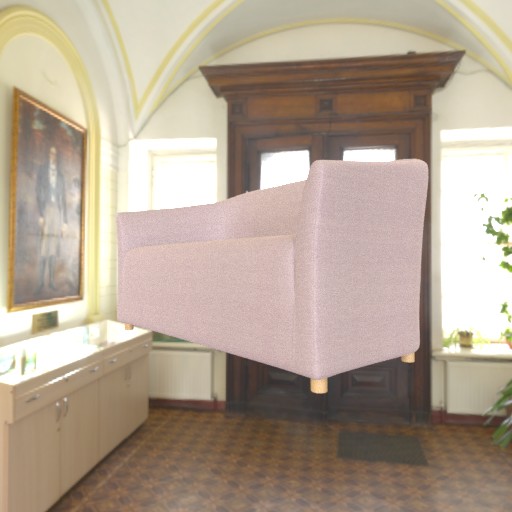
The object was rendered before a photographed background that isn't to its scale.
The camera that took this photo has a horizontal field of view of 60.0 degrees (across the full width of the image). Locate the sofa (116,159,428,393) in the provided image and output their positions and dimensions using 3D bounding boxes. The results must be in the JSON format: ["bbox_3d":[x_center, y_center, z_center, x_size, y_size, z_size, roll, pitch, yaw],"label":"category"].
[{"bbox_3d":[0.000,0.000,1.856,0.705,0.721,1.452,1,-1,-37],"label":"sofa"}]
